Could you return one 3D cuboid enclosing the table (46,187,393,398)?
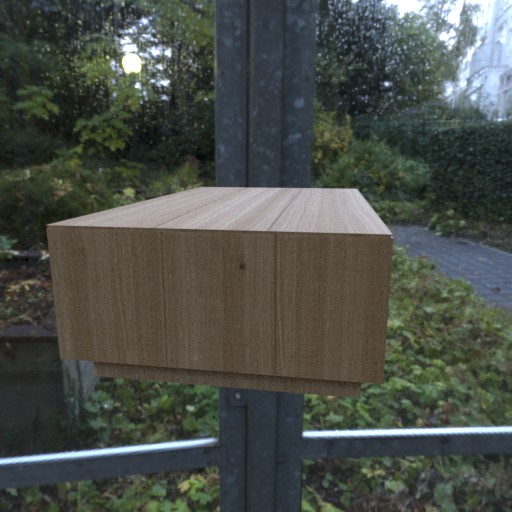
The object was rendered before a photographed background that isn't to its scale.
[{"bbox_3d":[0.000,0.000,1.414,0.678,0.353,1.110,2,13,9],"label":"table"}]
